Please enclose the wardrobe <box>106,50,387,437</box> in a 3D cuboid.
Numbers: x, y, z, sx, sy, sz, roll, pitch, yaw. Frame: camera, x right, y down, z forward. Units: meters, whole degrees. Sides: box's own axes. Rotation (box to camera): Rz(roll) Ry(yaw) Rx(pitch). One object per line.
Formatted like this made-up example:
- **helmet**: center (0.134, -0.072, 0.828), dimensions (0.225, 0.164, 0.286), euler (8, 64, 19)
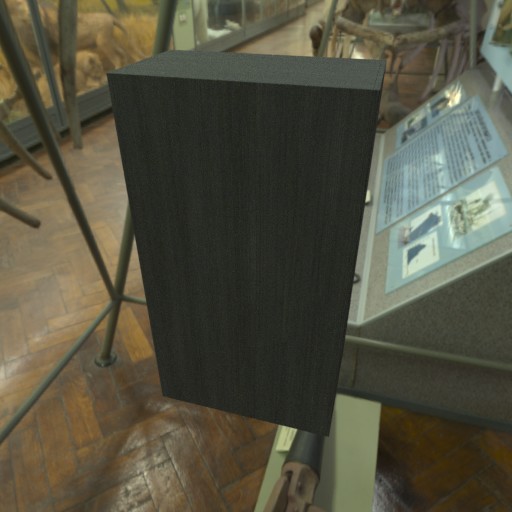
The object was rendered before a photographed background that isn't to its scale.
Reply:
- **wardrobe**: center (0.000, 0.000, 2.255), dimensions (0.991, 1.808, 0.577), euler (9, 34, 13)
